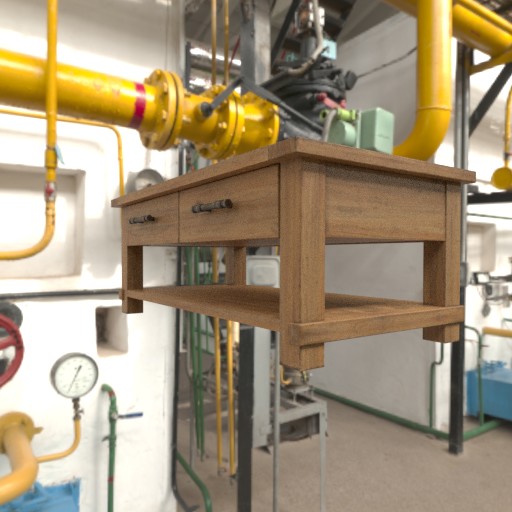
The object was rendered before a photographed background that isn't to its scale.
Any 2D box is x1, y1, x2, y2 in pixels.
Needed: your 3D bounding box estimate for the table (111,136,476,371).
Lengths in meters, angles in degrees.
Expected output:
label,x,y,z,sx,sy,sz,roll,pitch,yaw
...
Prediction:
label,x,y,z,sx,sy,sz,roll,pitch,yaw
table,0.000,0.000,1.616,0.693,0.494,1.270,0,0,-35
